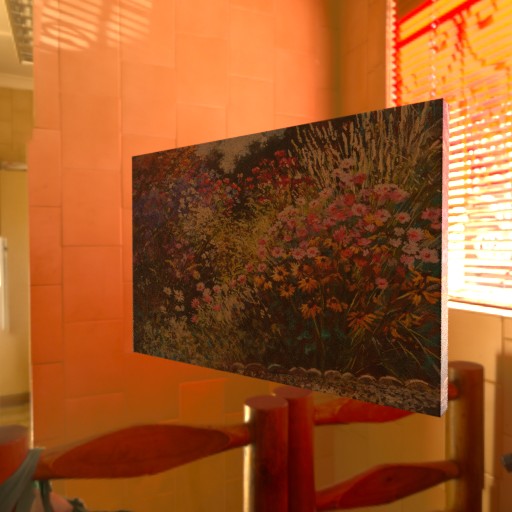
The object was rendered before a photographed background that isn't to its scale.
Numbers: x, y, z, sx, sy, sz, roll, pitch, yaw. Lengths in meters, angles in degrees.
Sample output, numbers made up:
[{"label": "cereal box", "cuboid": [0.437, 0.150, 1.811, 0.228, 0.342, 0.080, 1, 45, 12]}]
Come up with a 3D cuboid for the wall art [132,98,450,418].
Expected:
[{"label": "wall art", "cuboid": [0.000, 0.000, 0.757, 0.610, 0.406, 0.037, 1, 1, 36]}]
